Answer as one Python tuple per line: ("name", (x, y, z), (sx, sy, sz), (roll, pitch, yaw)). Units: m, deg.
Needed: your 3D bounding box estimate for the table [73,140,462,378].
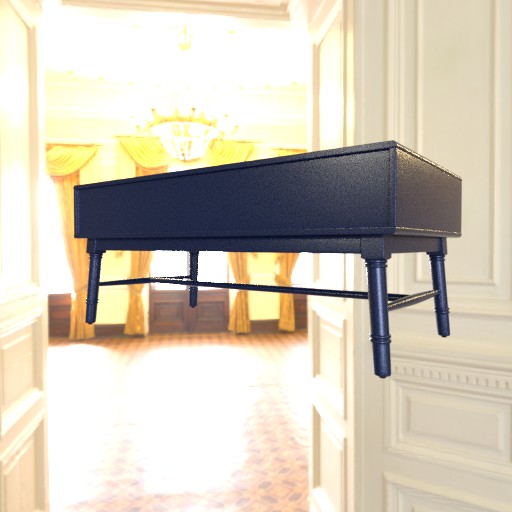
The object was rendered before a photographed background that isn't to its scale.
("table", (0.000, 0.000, 1.369), (1.067, 0.457, 0.572), (1, 2, 36))
